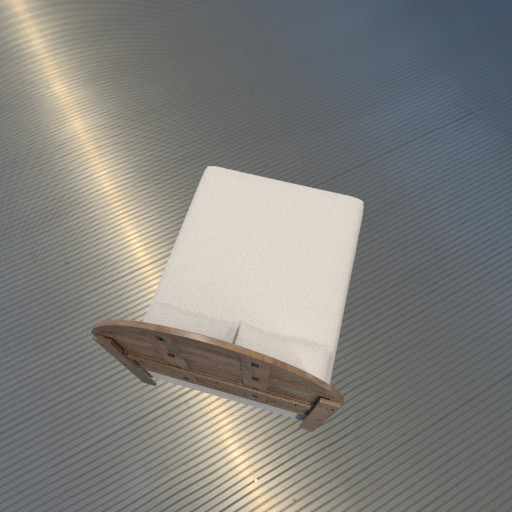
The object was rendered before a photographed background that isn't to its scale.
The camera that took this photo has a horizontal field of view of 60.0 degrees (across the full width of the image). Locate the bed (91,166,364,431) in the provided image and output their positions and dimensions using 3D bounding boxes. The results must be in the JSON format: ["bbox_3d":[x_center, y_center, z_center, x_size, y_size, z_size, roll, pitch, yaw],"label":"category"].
[{"bbox_3d":[0.000,0.000,3.571,1.713,2.002,2.112,14,64,7],"label":"bed"}]
